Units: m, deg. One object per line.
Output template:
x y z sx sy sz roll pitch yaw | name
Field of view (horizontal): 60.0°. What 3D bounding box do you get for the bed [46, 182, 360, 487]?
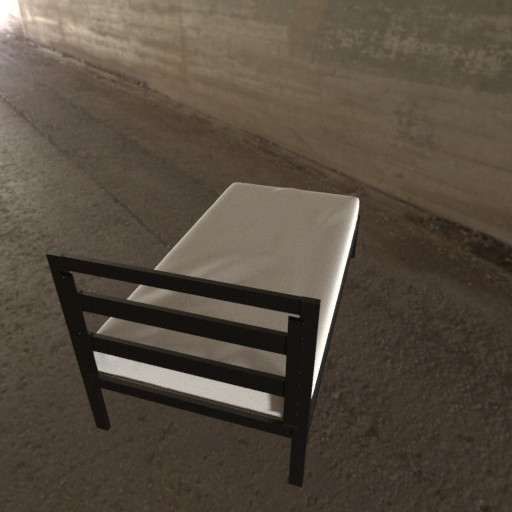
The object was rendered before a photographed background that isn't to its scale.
0.000 0.000 2.494 0.991 0.967 1.930 9 33 15 | bed
